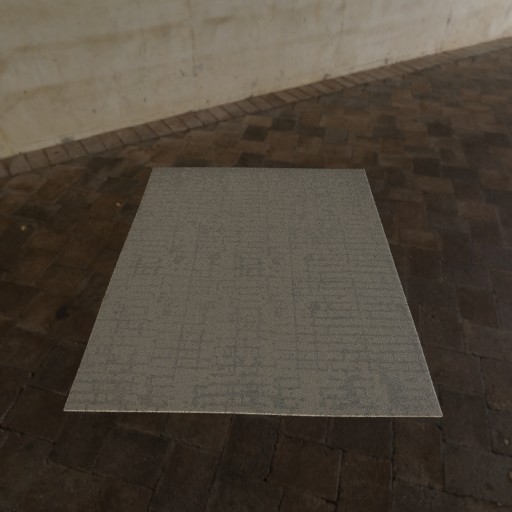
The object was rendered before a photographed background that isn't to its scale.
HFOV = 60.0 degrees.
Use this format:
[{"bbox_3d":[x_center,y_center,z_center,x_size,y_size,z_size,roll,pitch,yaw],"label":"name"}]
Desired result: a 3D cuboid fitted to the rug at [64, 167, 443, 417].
[{"bbox_3d":[0.000,0.000,3.982,2.447,0.014,3.061,1,42,1],"label":"rug"}]
